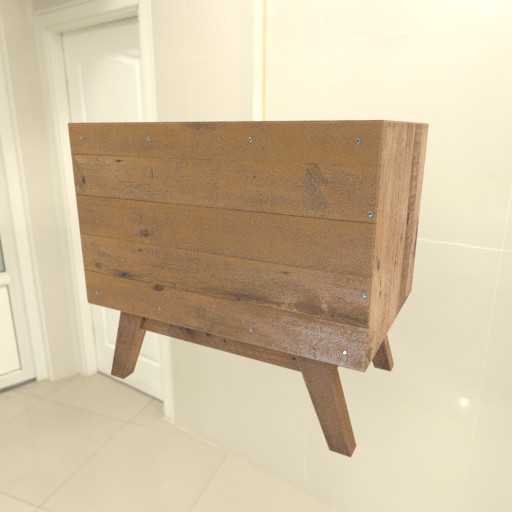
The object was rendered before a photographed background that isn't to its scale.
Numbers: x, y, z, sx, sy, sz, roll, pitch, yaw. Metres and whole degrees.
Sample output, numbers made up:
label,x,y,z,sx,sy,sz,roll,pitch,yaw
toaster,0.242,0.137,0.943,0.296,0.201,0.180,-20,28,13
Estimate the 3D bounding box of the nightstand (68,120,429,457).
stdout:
label,x,y,z,sx,sy,sz,roll,pitch,yaw
nightstand,0.000,0.000,1.044,0.650,0.599,0.450,8,18,27
